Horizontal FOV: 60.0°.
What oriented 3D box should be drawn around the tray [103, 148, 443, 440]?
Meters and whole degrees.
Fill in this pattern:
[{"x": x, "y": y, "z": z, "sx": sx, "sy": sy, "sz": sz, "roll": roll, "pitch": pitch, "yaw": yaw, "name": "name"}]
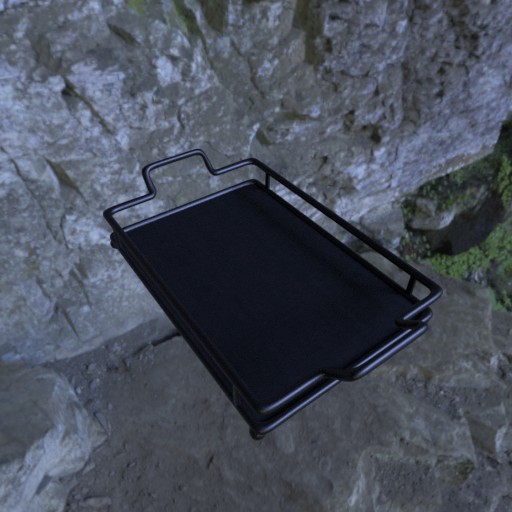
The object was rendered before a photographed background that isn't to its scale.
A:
[{"x": 0.000, "y": 0.000, "z": 0.636, "sx": 0.297, "sy": 0.101, "sz": 0.495, "roll": -26, "pitch": 48, "yaw": -26, "name": "tray"}]
